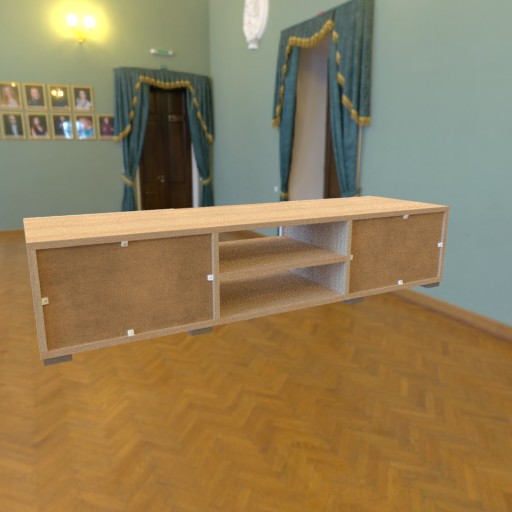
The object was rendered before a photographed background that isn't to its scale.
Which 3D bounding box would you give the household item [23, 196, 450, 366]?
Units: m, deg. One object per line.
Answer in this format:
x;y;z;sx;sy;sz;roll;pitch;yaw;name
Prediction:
0.000;0.000;1.539;1.400;0.310;0.420;-7;15;-27;household item
